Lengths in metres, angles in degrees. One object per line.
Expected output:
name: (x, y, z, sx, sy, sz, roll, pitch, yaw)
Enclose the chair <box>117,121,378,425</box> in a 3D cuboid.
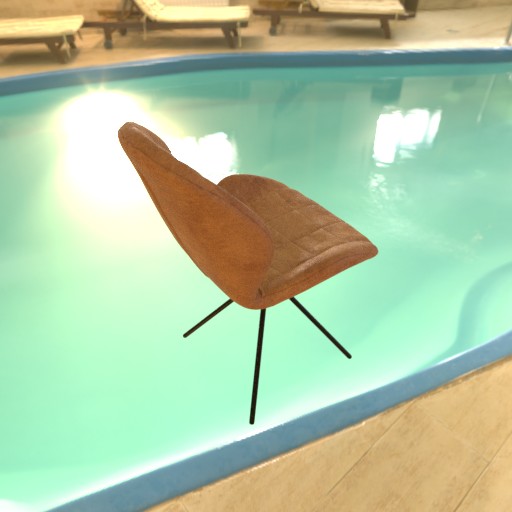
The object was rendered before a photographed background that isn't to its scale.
chair: (0.000, 0.000, 1.321, 0.640, 0.929, 0.527, -25, 46, -27)
